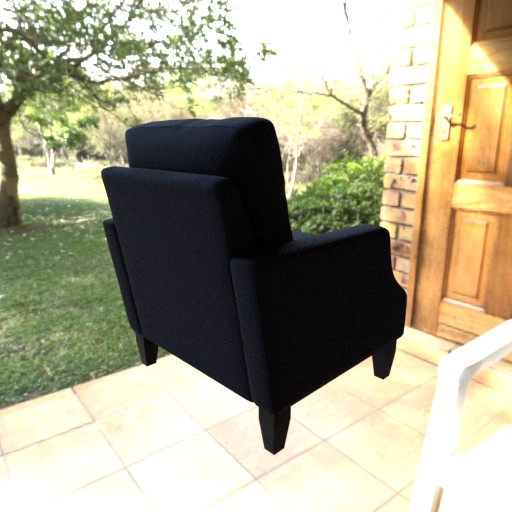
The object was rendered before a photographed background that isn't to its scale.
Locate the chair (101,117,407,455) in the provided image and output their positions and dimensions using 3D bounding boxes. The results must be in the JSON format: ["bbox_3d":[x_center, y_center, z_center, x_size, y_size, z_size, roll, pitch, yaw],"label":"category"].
[{"bbox_3d":[0.000,0.000,1.693,0.897,0.991,0.855,-14,21,-42],"label":"chair"}]
